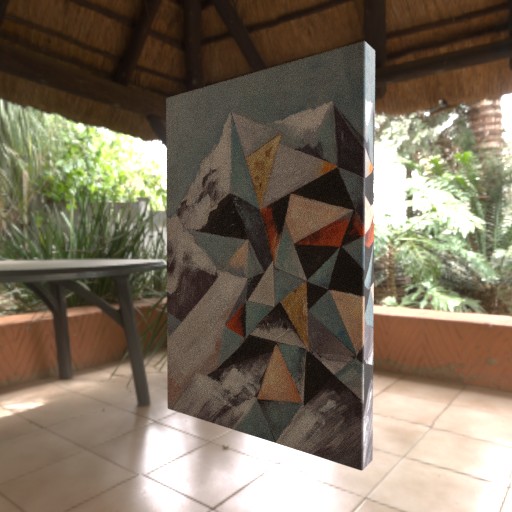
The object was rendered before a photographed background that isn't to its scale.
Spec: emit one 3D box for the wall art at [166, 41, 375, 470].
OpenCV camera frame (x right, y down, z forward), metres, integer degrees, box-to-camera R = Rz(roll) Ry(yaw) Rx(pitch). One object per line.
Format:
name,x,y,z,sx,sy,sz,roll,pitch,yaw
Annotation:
wall art,0.000,0.000,1.140,0.609,0.911,0.061,1,2,37
